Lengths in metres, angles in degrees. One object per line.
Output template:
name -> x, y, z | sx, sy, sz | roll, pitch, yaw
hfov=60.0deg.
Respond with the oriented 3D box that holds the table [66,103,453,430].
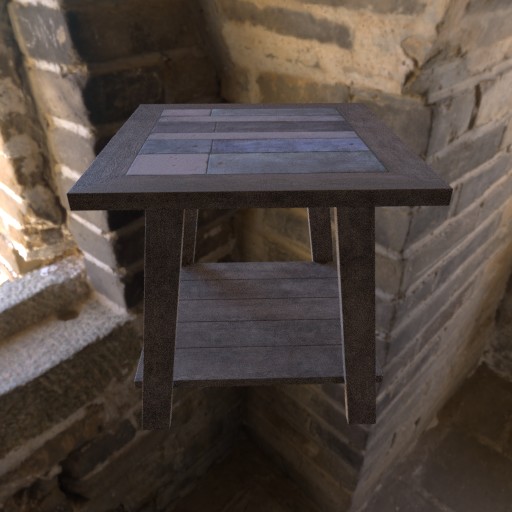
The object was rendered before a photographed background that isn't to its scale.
table -> 0.000, 0.000, 1.115 | 0.610, 0.610, 0.610 | -1, 31, -2
